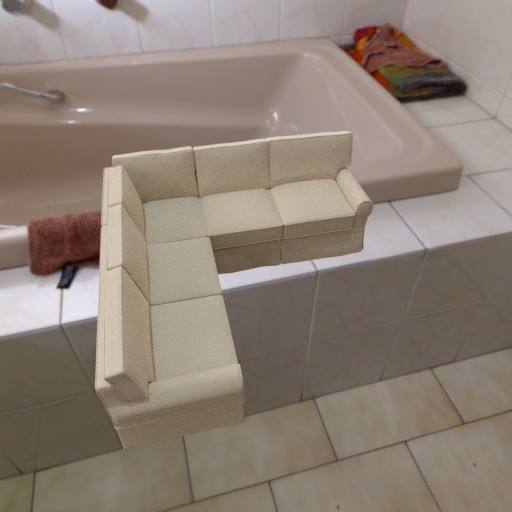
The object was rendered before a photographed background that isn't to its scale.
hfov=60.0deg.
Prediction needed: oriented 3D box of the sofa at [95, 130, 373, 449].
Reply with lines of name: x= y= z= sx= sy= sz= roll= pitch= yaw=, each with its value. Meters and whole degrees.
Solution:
sofa: x=0.000 y=0.000 z=4.012 sx=2.597 sy=1.070 sz=2.591 roll=-9 pitch=45 yaw=-9
